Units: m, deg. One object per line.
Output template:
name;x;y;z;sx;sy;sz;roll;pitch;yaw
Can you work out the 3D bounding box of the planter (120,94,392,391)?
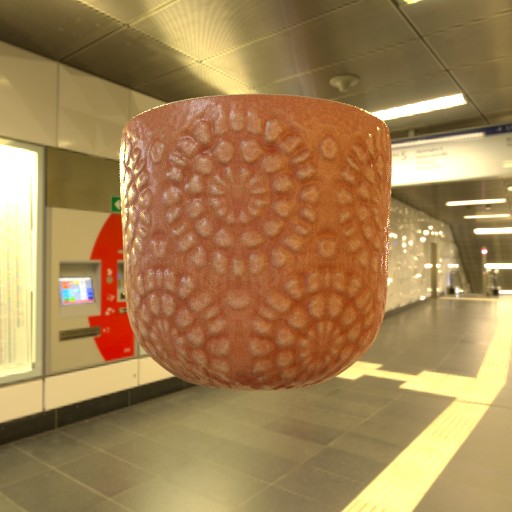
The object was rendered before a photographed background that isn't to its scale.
planter;0.000;0.000;0.211;0.124;0.109;0.124;0;-1;0
